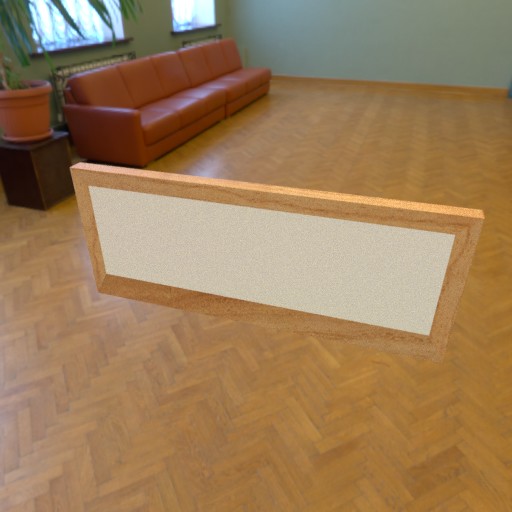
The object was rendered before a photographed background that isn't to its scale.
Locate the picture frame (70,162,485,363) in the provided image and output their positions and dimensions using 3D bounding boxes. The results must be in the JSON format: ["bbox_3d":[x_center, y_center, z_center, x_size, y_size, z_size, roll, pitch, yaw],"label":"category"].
[{"bbox_3d":[0.000,0.000,0.678,0.582,0.234,0.045,9,32,15],"label":"picture frame"}]
